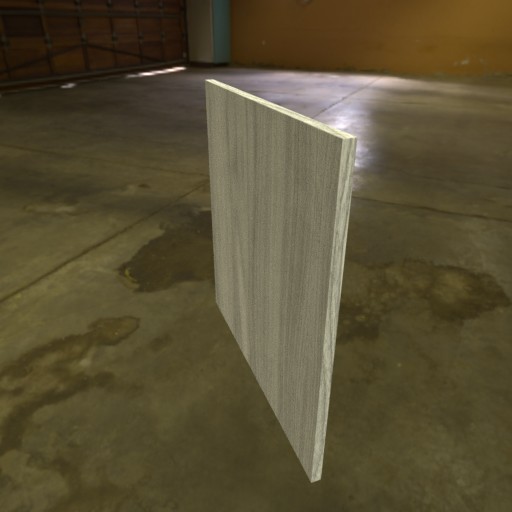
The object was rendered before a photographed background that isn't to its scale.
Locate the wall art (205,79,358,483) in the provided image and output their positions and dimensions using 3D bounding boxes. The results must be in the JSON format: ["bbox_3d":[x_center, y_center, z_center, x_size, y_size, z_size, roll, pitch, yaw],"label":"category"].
[{"bbox_3d":[0.000,0.000,0.750,0.016,0.507,0.508,-10,30,-18],"label":"wall art"}]
